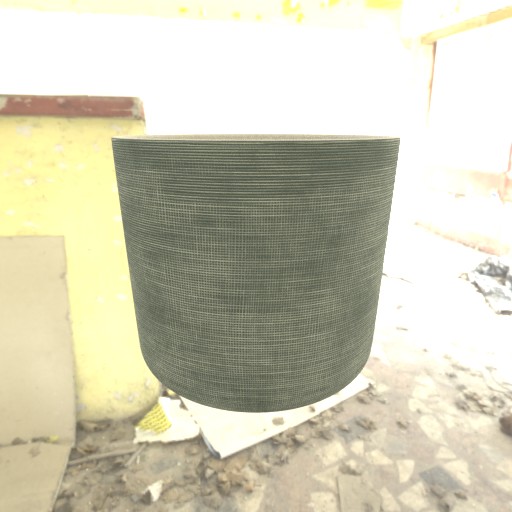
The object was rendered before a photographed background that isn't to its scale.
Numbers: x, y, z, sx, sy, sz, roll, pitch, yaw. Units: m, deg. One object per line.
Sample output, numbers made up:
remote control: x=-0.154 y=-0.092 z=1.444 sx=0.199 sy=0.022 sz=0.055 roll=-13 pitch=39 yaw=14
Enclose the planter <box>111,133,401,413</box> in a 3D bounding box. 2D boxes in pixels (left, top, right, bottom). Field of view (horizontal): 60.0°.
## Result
planter: x=0.000 y=0.000 z=0.761 sx=0.440 sy=0.398 sz=0.440 roll=0 pitch=16 yaw=0
